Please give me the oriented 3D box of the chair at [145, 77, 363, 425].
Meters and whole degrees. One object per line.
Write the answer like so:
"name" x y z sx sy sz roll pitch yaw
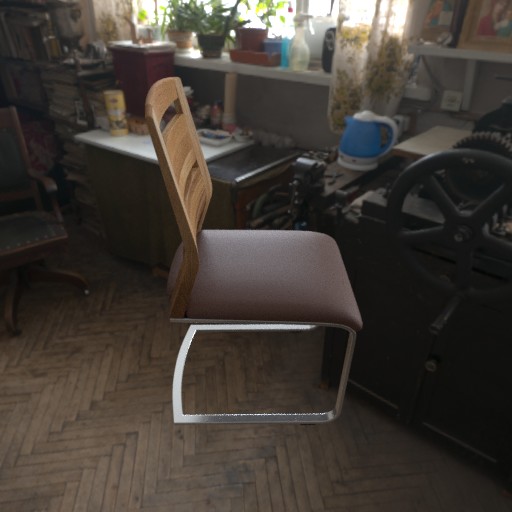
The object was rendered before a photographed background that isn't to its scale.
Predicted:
"chair" 0.000 0.000 1.315 0.570 0.970 0.460 0 32 -1
